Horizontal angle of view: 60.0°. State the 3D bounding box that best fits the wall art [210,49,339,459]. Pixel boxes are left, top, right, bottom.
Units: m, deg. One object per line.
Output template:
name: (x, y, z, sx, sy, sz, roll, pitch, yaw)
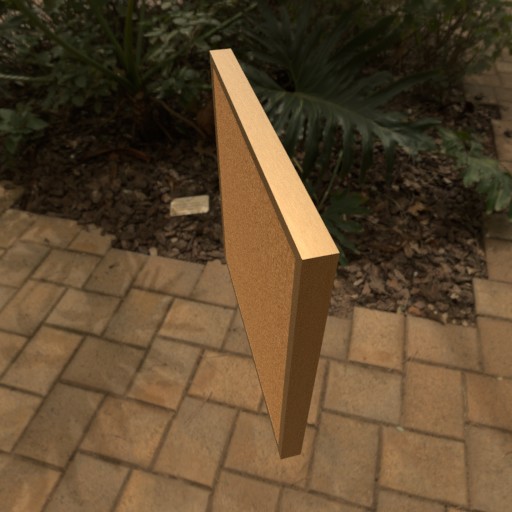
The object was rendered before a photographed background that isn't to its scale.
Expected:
wall art: (0.000, 0.000, 0.772, 0.037, 0.509, 0.510, -10, 47, -10)
